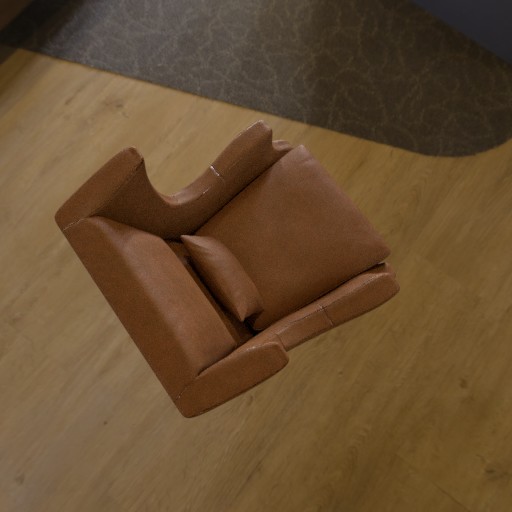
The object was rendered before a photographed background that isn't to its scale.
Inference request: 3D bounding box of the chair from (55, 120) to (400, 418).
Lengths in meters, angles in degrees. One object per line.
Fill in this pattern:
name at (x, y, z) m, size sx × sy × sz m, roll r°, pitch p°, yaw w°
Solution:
chair at (0.000, 0.000, 1.694) m, size 0.925 × 1.016 × 0.852 m, roll -35°, pitch 79°, yaw -8°
